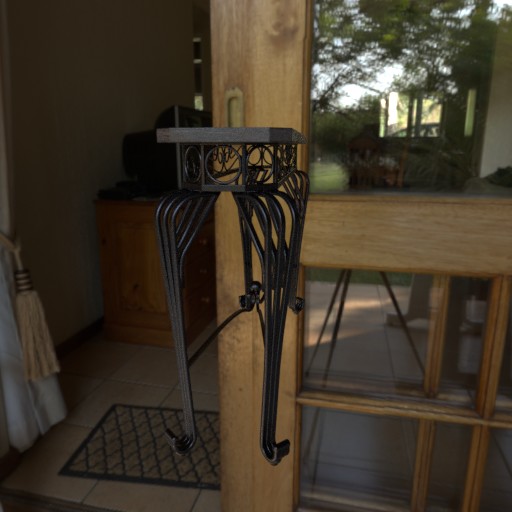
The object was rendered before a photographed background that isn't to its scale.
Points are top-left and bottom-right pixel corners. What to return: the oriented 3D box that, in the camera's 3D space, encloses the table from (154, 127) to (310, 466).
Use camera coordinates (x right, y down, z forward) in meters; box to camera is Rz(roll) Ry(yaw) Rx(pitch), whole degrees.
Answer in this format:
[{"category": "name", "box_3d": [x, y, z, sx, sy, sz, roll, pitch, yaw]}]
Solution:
[{"category": "table", "box_3d": [0.000, 0.000, 1.509, 0.329, 0.800, 1.112, 2, 14, 8]}]
